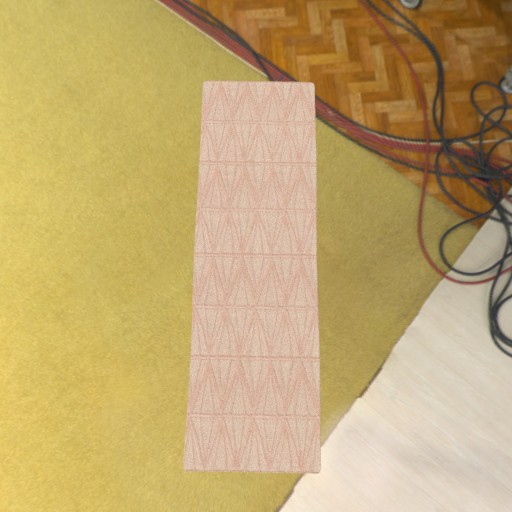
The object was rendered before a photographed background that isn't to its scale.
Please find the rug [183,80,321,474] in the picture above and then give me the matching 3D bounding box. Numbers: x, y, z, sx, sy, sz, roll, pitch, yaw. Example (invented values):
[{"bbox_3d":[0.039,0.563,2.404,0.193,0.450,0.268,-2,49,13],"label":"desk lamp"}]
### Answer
[{"bbox_3d":[0.000,0.000,2.709,0.760,0.015,2.435,1,76,0],"label":"rug"}]
